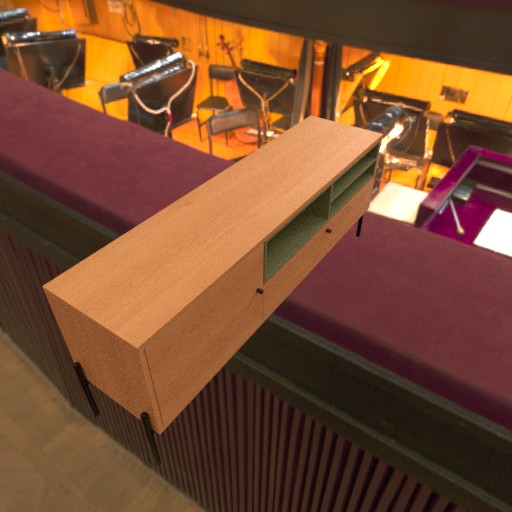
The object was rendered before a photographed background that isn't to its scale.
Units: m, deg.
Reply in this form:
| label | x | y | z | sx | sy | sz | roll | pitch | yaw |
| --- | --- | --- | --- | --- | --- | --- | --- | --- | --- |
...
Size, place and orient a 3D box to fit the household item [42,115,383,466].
| label | x | y | z | sx | sy | sz | roll | pitch | yaw |
| --- | --- | --- | --- | --- | --- | --- | --- | --- | --- |
| household item | 0.000 | 0.000 | 1.815 | 0.400 | 0.600 | 1.550 | 24 | 45 | 26 |
